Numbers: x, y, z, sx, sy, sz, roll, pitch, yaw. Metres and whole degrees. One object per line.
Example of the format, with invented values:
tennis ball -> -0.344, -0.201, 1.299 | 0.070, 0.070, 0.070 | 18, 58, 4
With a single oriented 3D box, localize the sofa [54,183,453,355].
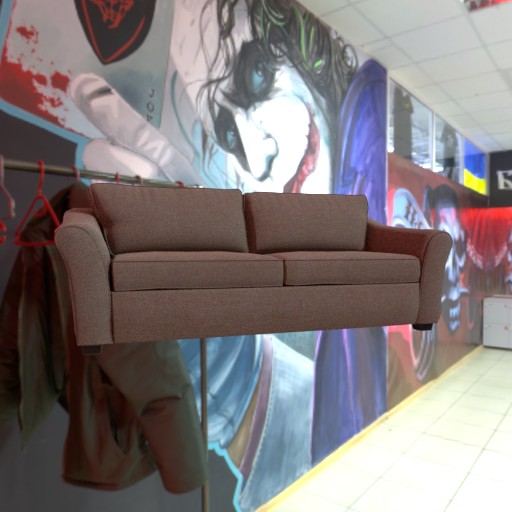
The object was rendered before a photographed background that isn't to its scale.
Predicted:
sofa -> 0.000, 0.000, 2.767 | 2.270, 0.906, 0.986 | 0, 1, -19
